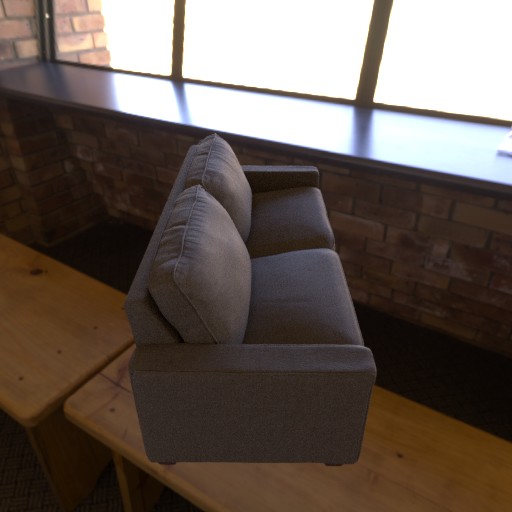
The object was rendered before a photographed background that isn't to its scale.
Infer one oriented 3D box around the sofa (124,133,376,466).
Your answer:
[{"bbox_3d":[0.000,0.000,2.522,0.940,0.919,2.080,0,32,0],"label":"sofa"}]
